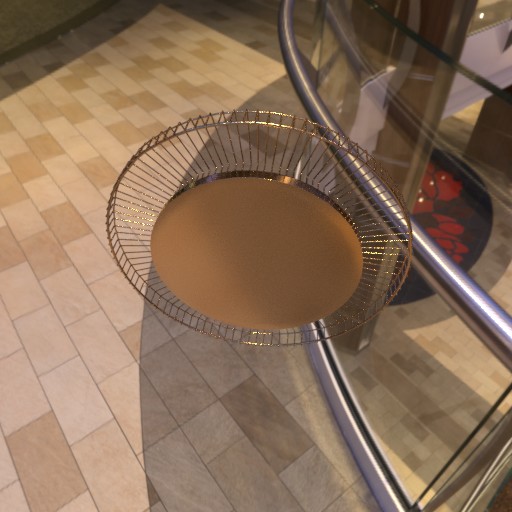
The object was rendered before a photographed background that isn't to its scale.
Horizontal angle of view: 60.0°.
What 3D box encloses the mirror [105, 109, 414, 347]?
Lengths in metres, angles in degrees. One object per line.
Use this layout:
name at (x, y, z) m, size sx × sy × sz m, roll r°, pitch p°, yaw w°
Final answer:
mirror at (0.000, 0.000, 1.045) m, size 0.703 × 0.703 × 0.067 m, roll 5°, pitch 45°, yaw 5°
